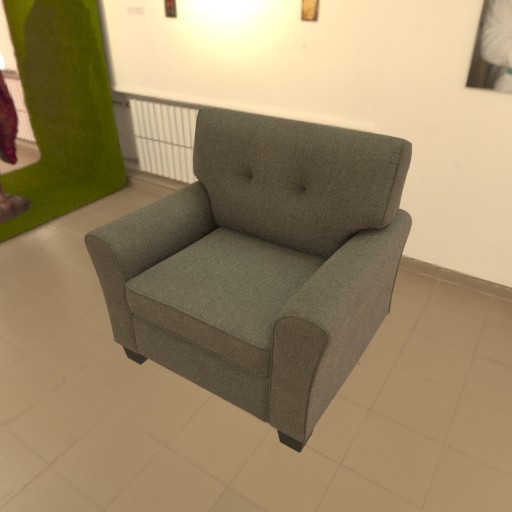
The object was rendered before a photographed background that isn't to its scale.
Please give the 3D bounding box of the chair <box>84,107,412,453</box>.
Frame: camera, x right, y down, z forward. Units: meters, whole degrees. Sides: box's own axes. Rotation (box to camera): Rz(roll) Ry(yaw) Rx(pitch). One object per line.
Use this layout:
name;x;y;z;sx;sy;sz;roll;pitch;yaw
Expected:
chair;0.000;0.000;1.662;0.941;0.890;0.816;19;36;28
